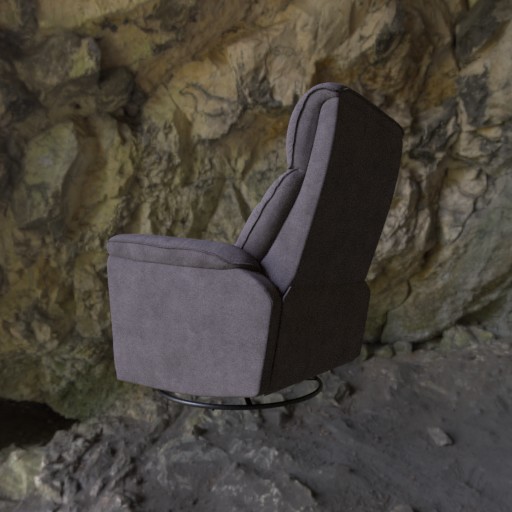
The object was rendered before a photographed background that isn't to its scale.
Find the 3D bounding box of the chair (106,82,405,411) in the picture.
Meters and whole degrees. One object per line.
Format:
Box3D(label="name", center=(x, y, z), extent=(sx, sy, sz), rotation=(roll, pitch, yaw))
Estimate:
Box3D(label="chair", center=(0.000, 0.000, 1.743), extent=(1.009, 1.036, 0.830), rotation=(-1, -2, 37))
